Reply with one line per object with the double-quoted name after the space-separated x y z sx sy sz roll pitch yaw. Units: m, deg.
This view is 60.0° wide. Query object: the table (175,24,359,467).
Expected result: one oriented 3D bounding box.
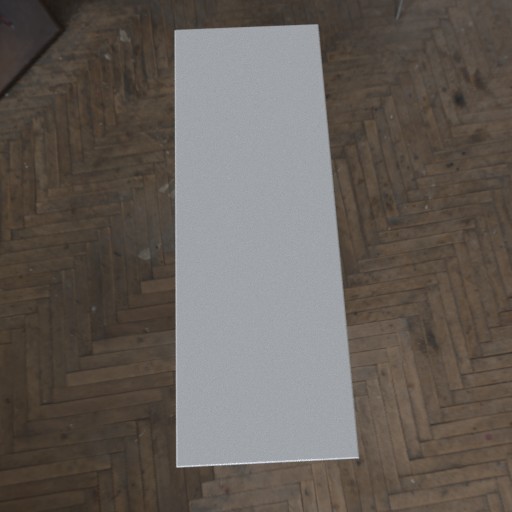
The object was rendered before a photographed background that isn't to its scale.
0.000 0.000 1.407 0.381 0.749 1.067 -3 76 -1 "table"
